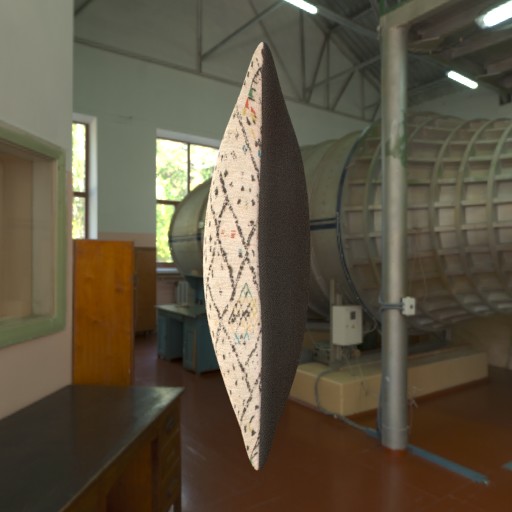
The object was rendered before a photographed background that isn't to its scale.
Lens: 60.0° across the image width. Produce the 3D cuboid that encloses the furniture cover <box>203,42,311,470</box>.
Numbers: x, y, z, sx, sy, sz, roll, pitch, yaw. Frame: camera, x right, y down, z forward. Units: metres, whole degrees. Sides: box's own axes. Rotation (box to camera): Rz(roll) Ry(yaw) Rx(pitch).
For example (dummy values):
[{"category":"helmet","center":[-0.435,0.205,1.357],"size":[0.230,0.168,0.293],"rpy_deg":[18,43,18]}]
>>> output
[{"category":"furniture cover","center":[0.000,0.000,0.773],"size":[0.180,0.498,0.525],"rpy_deg":[0,0,-1]}]
